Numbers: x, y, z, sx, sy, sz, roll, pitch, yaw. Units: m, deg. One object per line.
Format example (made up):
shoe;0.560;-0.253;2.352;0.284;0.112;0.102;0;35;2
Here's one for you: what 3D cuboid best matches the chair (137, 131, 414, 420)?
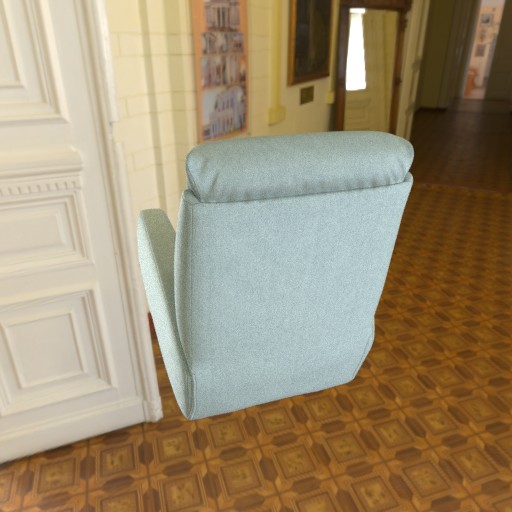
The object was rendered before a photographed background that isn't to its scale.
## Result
chair;0.000;0.000;1.643;0.812;1.013;0.940;-8;27;-16
